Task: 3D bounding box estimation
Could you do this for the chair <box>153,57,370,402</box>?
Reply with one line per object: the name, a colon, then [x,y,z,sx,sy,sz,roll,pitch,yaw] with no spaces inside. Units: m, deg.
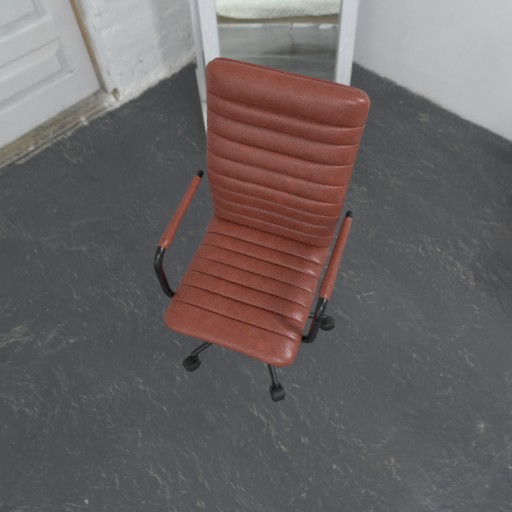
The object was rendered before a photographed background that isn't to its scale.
chair: [0.000,0.000,1.351,0.608,0.979,0.580,17,60,10]
